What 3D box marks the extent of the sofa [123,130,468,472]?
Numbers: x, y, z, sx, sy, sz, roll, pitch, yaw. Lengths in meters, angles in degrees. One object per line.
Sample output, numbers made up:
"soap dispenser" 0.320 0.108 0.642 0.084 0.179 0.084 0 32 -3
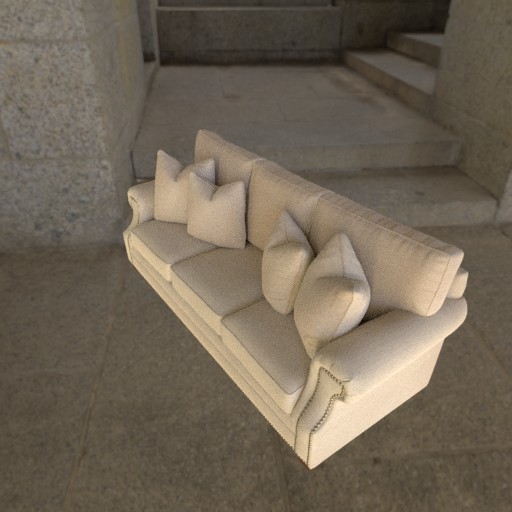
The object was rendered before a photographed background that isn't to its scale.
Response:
"sofa" 0.000 0.000 2.740 0.965 0.975 2.312 -21 38 -29
